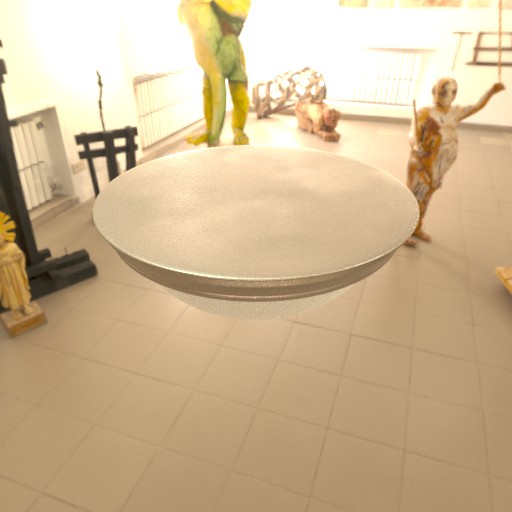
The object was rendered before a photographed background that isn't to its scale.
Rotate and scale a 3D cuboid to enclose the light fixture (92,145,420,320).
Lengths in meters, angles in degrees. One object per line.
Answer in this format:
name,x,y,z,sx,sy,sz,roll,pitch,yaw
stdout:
light fixture,0.000,0.000,0.432,0.280,0.135,0.280,0,31,0
